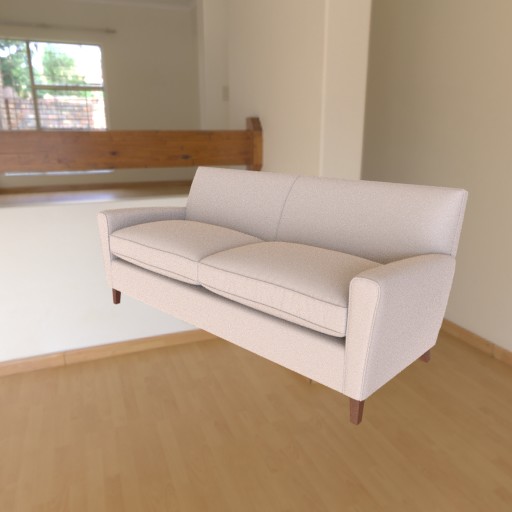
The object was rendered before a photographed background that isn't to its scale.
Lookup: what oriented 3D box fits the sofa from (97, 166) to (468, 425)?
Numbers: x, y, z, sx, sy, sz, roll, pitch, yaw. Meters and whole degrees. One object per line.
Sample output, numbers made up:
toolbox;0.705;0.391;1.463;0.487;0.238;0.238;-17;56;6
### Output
sofa;0.000;0.000;2.496;2.000;0.846;0.875;14;21;41
